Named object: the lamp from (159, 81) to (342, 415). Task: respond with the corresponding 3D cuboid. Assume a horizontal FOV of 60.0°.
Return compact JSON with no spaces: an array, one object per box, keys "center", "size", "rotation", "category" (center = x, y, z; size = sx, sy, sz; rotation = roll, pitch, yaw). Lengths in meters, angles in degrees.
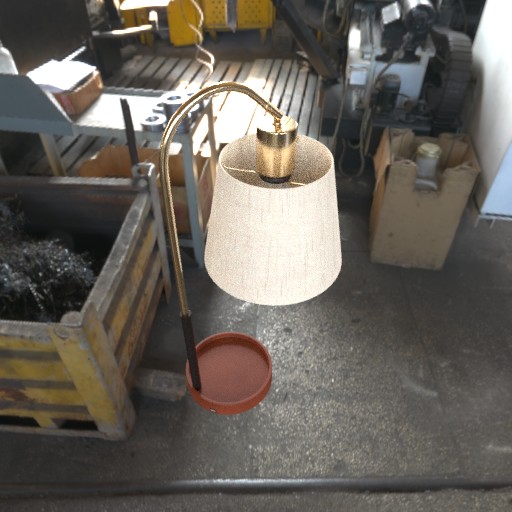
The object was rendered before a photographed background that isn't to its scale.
[{"center":[0.000,0.000,0.664],"size":[0.273,0.536,0.211],"rotation":[-24,47,-24],"category":"lamp"}]
